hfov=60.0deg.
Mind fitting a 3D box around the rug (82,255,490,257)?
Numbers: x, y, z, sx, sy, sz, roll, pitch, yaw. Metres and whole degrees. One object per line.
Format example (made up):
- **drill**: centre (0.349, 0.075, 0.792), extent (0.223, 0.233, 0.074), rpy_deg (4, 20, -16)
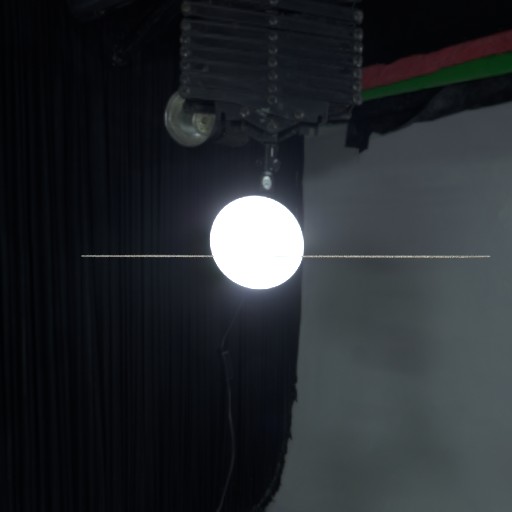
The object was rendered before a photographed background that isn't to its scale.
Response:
- **rug**: centre (0.000, 0.000, 2.678), extent (2.443, 0.009, 0.706), rpy_deg (0, 0, 34)
